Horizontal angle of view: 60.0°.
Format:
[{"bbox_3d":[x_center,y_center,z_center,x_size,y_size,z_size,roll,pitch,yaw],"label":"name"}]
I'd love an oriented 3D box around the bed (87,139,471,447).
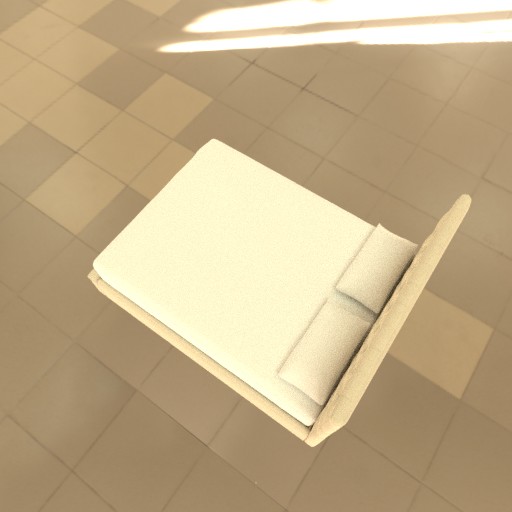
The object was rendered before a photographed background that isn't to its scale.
[{"bbox_3d":[0.000,0.000,3.415,2.233,1.426,1.696,32,67,15],"label":"bed"}]
